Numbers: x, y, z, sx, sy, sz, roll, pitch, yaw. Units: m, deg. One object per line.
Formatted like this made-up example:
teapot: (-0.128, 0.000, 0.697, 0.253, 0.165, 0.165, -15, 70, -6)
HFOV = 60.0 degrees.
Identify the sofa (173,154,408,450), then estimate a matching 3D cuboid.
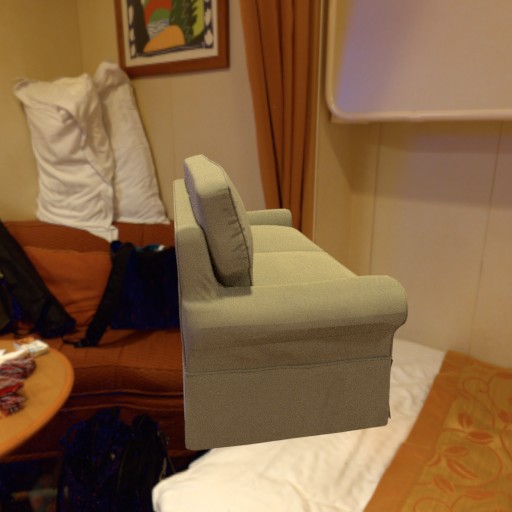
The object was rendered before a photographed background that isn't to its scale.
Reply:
sofa: (0.000, 0.000, 2.375, 0.841, 1.024, 1.823, -3, 16, -10)
